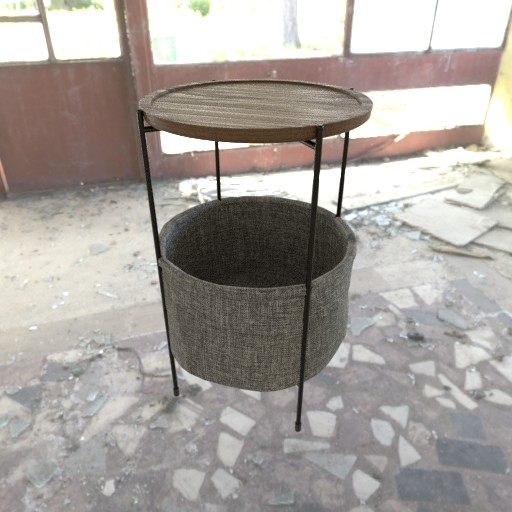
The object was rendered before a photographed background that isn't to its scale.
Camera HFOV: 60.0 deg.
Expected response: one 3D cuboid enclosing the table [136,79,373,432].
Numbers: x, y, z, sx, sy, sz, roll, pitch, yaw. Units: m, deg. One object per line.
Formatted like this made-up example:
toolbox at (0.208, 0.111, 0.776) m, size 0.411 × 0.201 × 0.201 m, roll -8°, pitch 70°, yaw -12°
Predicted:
table at (0.000, 0.000, 0.907) m, size 0.400 × 0.623 × 0.400 m, roll 10°, pitch 32°, yaw 16°
